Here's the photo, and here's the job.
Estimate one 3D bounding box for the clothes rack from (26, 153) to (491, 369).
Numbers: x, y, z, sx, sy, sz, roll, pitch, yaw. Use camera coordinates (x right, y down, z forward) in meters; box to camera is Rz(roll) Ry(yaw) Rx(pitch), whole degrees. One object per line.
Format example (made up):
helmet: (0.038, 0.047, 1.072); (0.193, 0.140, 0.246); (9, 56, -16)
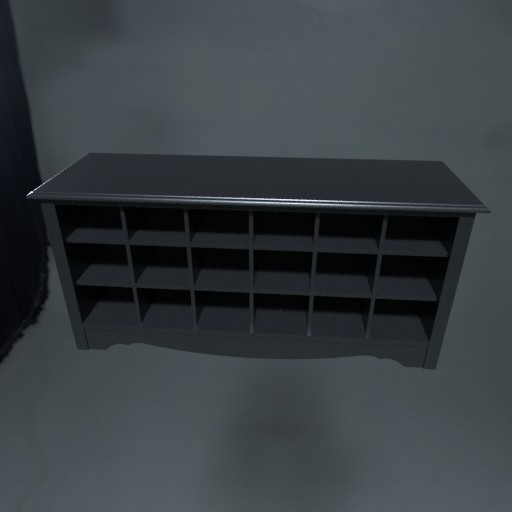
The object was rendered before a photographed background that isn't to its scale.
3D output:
clothes rack: (0.000, 0.000, 1.464); (1.219, 0.556, 0.406); (2, 29, 4)
